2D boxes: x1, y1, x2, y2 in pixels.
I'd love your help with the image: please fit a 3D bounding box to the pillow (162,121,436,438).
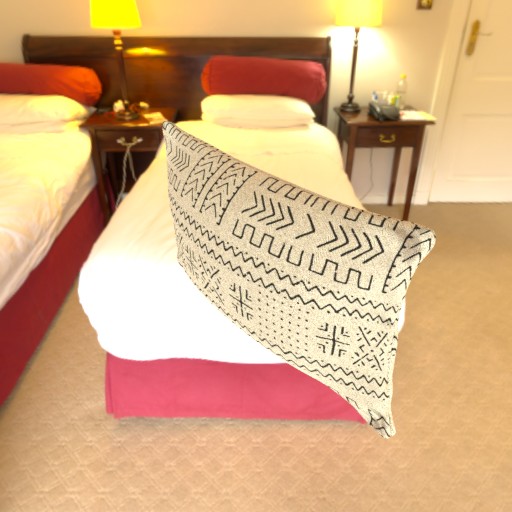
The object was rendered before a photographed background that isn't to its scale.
[{"bbox_3d":[0.000,0.000,0.783,0.188,0.352,0.637,-22,37,-32],"label":"pillow"}]
